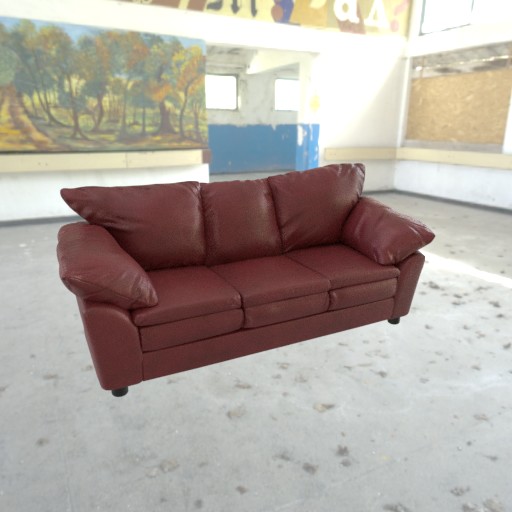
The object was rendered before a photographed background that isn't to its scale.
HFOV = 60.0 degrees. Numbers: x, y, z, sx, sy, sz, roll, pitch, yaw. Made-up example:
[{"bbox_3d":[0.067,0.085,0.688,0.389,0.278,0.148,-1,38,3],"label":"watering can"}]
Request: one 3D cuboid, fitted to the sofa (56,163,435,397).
[{"bbox_3d":[0.000,0.000,2.911,2.390,1.091,0.907,-8,18,-26],"label":"sofa"}]
